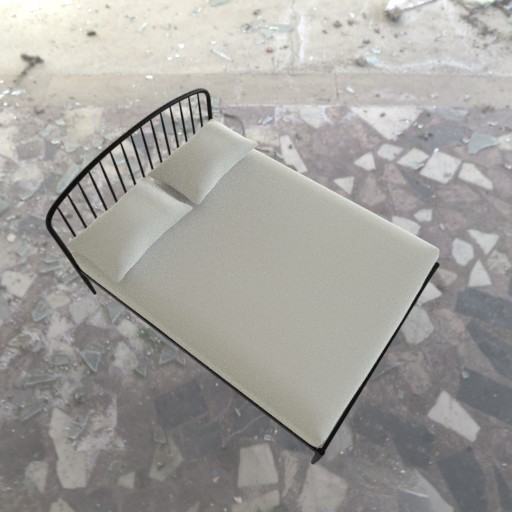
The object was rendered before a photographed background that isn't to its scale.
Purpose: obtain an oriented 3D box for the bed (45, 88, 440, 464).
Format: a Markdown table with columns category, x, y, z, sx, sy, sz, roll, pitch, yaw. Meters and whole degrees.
| category | x | y | z | sx | sy | sz | roll | pitch | yaw |
| --- | --- | --- | --- | --- | --- | --- | --- | --- | --- |
| bed | 0.000 | 0.000 | 3.134 | 2.159 | 1.166 | 1.618 | 32 | 64 | 18 |
